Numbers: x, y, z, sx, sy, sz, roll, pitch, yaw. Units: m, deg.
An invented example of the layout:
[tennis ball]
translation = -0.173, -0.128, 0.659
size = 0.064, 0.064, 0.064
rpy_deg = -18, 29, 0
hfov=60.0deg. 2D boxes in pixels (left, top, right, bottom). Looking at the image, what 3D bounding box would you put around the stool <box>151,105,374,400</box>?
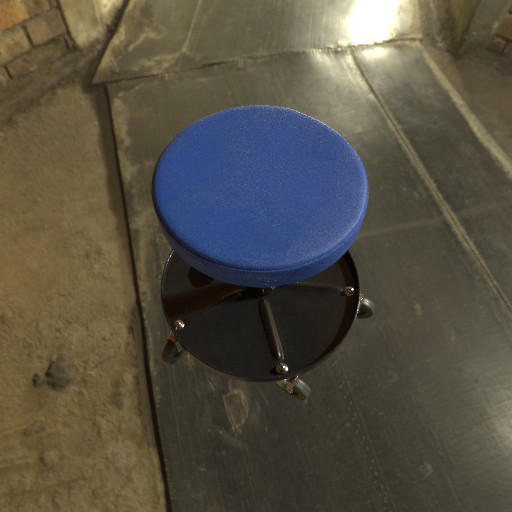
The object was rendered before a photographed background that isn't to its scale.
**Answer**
[stool]
translation = 0.000, 0.000, 0.701
size = 0.381, 0.365, 0.382
rpy_deg = 32, 63, 19
